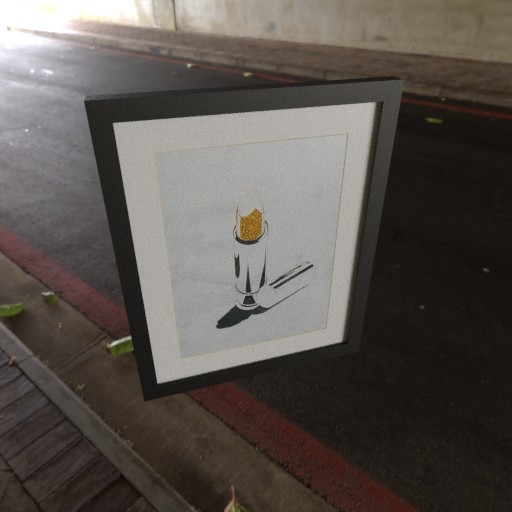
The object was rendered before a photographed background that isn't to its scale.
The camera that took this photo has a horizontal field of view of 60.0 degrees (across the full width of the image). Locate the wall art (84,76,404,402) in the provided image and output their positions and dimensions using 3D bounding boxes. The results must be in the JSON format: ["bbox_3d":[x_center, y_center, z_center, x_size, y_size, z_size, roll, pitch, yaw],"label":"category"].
[{"bbox_3d":[0.000,0.000,0.769,0.457,0.559,0.029,-9,33,-14],"label":"wall art"}]
